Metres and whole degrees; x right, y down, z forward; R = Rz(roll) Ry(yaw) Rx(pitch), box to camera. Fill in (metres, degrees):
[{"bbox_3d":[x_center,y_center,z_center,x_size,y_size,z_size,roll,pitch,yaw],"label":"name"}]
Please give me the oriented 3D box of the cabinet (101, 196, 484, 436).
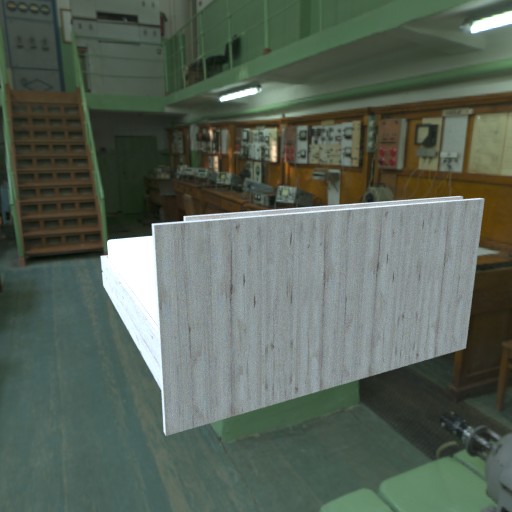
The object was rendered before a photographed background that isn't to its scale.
[{"bbox_3d":[0.000,0.000,3.185,1.950,0.970,2.080,-7,16,-26],"label":"cabinet"}]
